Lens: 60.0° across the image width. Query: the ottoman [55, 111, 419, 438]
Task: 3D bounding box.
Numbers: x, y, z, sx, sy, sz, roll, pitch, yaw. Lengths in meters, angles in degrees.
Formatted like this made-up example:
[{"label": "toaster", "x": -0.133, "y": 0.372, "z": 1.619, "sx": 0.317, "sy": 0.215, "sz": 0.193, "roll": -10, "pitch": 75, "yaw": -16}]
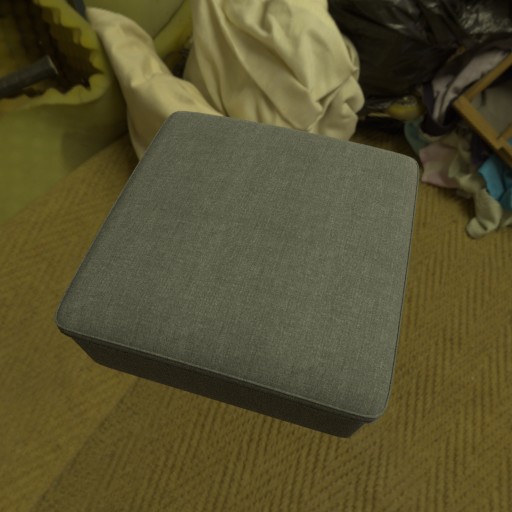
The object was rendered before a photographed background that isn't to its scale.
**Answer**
[{"label": "ottoman", "x": 0.000, "y": 0.000, "z": 1.719, "sx": 1.067, "sy": 0.559, "sz": 1.067, "roll": 14, "pitch": 59, "yaw": 9}]
